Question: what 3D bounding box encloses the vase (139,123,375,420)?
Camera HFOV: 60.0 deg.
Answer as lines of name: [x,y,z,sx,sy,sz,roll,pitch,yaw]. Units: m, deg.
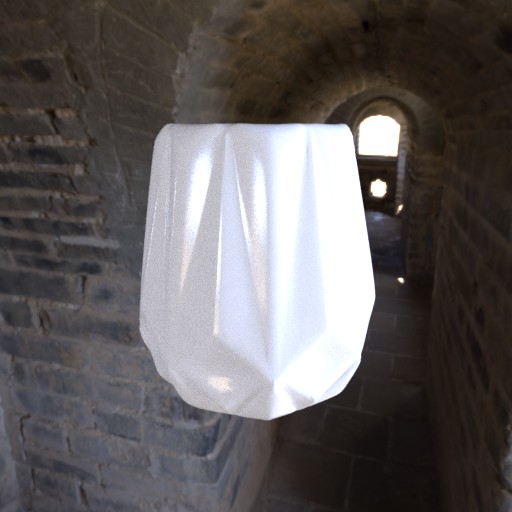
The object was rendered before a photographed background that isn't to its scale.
vase: [0.000,0.000,0.265,0.141,0.152,0.141,0,16,0]
